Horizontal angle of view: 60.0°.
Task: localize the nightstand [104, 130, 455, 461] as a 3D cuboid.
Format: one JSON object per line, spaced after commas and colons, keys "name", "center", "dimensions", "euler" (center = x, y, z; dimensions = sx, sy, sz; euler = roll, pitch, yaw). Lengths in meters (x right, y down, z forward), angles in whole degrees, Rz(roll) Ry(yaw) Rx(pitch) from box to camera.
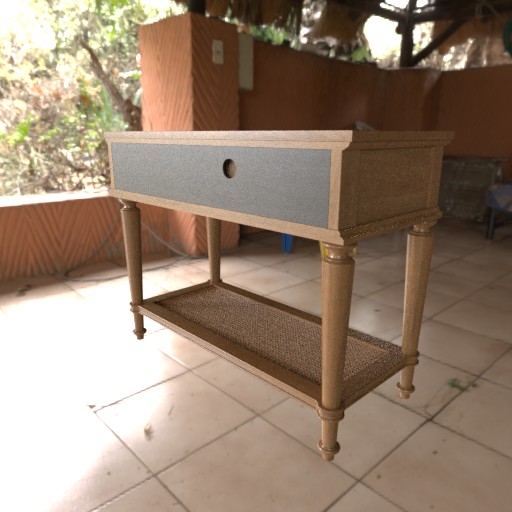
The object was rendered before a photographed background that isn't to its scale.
{"name": "nightstand", "center": [0.000, 0.000, 1.292], "dimensions": [0.432, 0.700, 0.914], "euler": [-14, 21, -42]}
